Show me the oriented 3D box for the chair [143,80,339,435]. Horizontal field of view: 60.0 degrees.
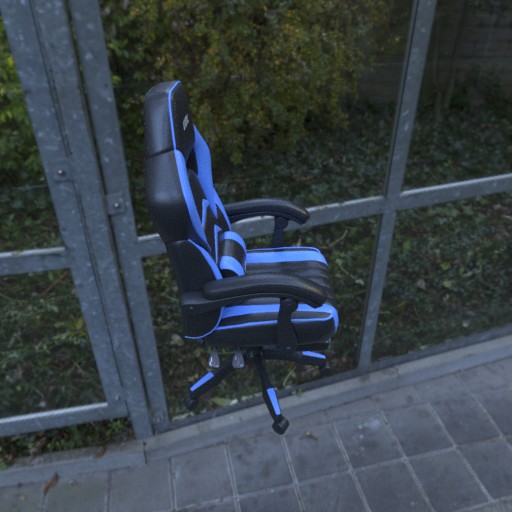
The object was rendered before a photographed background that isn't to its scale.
[{"bbox_3d":[0.000,0.000,1.747,0.700,1.280,0.700,0,32,0],"label":"chair"}]
